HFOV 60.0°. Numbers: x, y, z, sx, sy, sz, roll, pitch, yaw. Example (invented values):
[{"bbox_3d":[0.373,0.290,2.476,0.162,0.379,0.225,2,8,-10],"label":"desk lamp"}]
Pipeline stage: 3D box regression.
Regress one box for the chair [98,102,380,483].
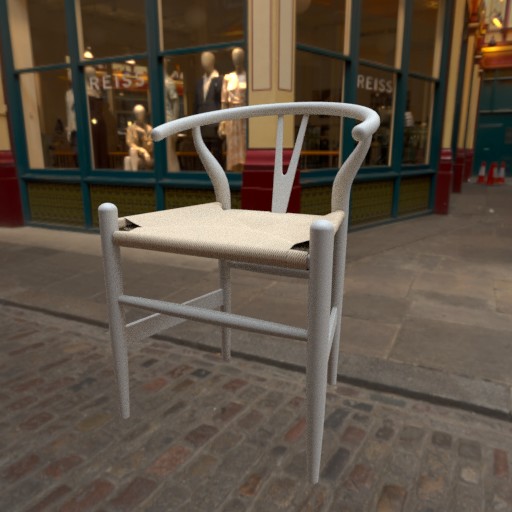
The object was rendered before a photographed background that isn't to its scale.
[{"bbox_3d":[0.000,0.000,1.067,0.533,0.736,0.500,7,16,25],"label":"chair"}]
